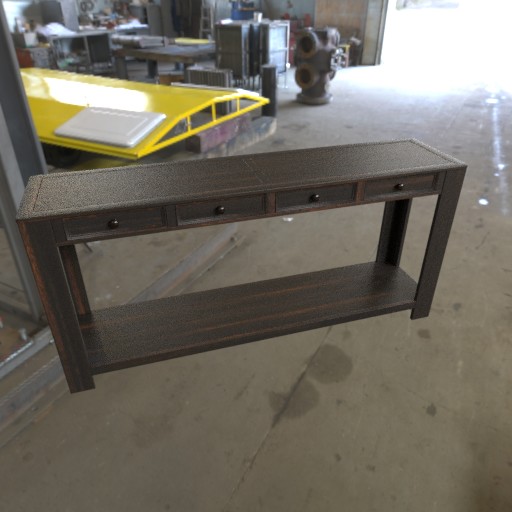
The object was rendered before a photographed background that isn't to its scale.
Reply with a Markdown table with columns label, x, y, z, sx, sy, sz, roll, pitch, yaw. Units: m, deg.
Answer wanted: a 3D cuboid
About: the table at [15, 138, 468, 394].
| label | x | y | z | sx | sy | sz | roll | pitch | yaw |
| --- | --- | --- | --- | --- | --- | --- | --- | --- | --- |
| table | 0.000 | 0.000 | 1.884 | 1.631 | 0.762 | 0.384 | -9 | 33 | -14 |
